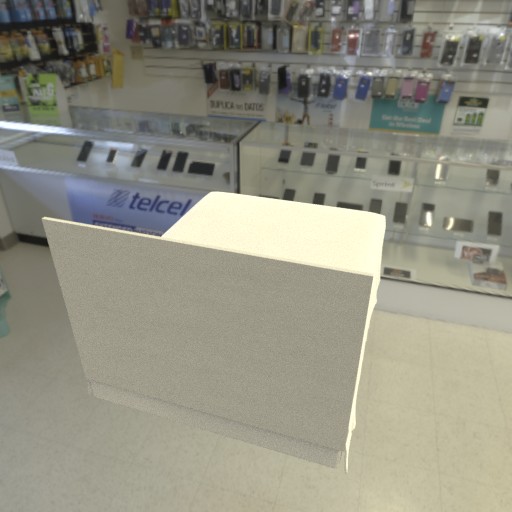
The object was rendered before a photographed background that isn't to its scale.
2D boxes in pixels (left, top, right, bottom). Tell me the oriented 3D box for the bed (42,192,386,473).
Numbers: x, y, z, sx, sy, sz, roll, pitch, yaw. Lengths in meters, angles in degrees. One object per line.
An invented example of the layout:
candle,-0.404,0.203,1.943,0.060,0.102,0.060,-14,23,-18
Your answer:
bed,0.000,0.000,3.167,1.745,1.335,2.094,10,33,16
